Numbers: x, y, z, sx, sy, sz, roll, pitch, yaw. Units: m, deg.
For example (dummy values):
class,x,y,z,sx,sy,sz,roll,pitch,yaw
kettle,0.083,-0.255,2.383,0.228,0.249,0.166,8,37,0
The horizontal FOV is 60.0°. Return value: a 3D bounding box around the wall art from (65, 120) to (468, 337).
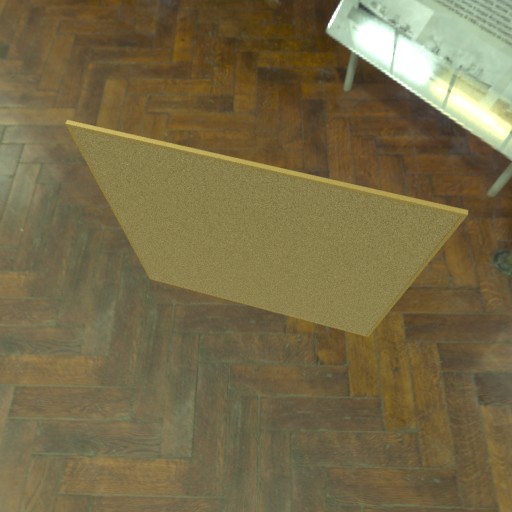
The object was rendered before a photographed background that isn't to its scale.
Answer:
class,x,y,z,sx,sy,sz,roll,pitch,yaw
wall art,0.000,0.000,1.455,0.962,0.959,0.013,14,65,7
